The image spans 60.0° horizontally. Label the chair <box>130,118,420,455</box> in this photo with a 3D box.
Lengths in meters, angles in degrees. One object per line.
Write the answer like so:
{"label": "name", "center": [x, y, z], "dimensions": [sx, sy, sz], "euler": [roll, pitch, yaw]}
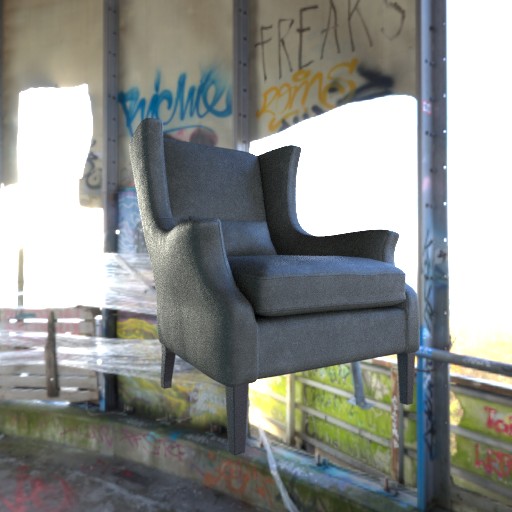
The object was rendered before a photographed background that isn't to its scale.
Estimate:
{"label": "chair", "center": [0.000, 0.000, 1.680], "dimensions": [0.853, 1.016, 0.926], "euler": [0, -1, -34]}
